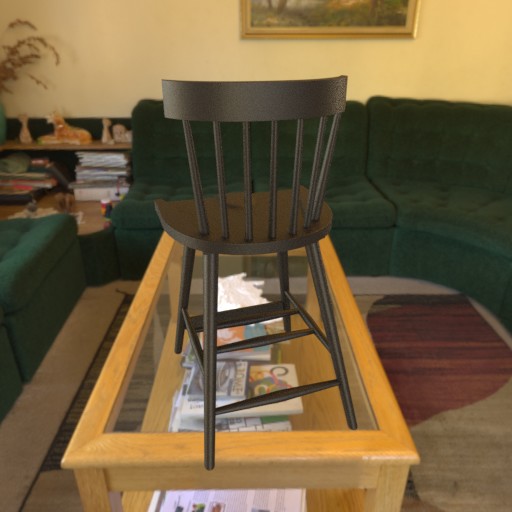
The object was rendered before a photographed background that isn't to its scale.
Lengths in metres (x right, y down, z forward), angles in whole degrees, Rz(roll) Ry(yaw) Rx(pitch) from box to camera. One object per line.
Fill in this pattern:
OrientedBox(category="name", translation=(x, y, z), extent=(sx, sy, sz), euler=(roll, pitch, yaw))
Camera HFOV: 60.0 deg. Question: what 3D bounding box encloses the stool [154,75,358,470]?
OrientedBox(category="stool", translation=(0.000, 0.000, 1.269), extent=(0.494, 0.953, 0.549), euler=(-8, 27, -16))
